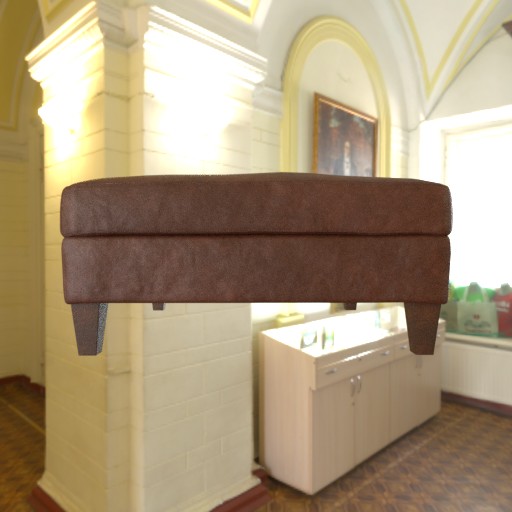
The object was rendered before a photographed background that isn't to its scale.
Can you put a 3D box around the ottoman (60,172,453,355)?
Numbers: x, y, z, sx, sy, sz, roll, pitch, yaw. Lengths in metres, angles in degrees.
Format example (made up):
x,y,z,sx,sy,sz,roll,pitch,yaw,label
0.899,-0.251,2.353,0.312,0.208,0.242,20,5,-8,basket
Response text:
x,y,z,sx,sy,sz,roll,pitch,yaw,label
0.000,0.000,1.317,0.844,0.415,0.836,0,1,0,ottoman
